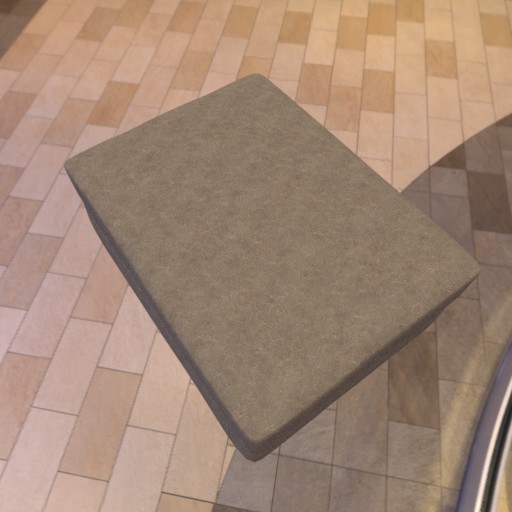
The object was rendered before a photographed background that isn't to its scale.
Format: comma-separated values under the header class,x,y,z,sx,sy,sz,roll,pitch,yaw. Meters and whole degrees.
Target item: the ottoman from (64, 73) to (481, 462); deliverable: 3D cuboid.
class,x,y,z,sx,sy,sz,roll,pitch,yaw
ottoman,0.000,0.000,1.209,0.639,0.464,0.839,-32,63,-18
